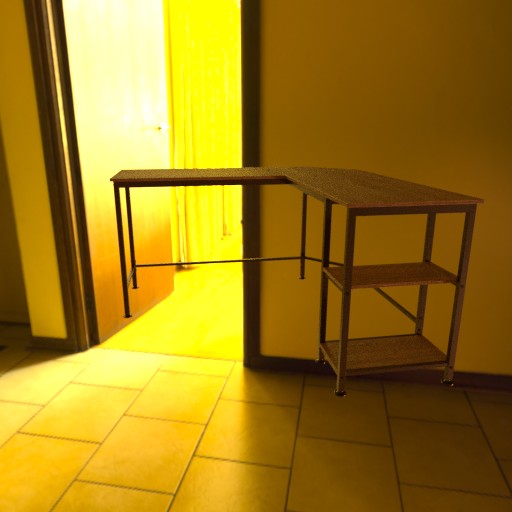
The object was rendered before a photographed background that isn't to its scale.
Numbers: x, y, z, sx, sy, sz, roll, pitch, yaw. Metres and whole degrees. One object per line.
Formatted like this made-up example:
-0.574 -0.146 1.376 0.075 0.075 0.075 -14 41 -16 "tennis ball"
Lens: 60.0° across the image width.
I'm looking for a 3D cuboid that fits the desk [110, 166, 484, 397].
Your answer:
0.000 0.000 2.188 1.379 0.739 1.379 -3 17 -9 "desk"
